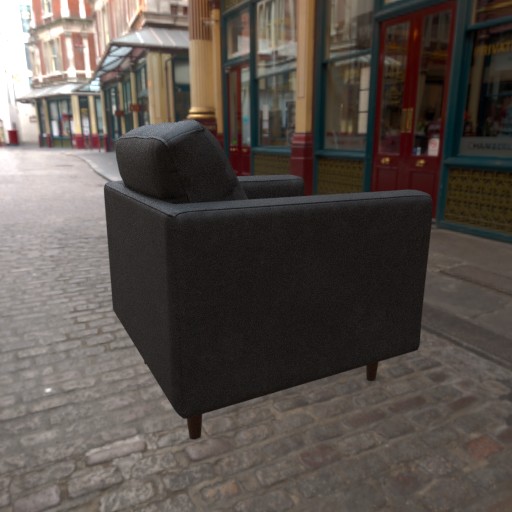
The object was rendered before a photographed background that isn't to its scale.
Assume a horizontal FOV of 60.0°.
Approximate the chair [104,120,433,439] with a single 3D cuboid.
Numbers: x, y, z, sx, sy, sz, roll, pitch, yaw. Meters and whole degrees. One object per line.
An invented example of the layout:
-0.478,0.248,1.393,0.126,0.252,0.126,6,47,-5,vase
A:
0.000,0.000,1.570,0.879,0.898,0.831,-8,17,-27,chair
